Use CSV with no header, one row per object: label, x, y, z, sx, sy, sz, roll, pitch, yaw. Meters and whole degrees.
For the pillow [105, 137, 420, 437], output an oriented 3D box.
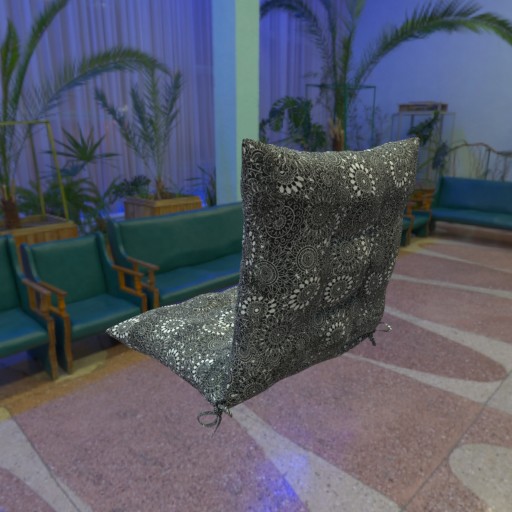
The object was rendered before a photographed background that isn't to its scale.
pillow,0.000,0.000,1.025,0.541,0.536,0.585,-14,21,-41
